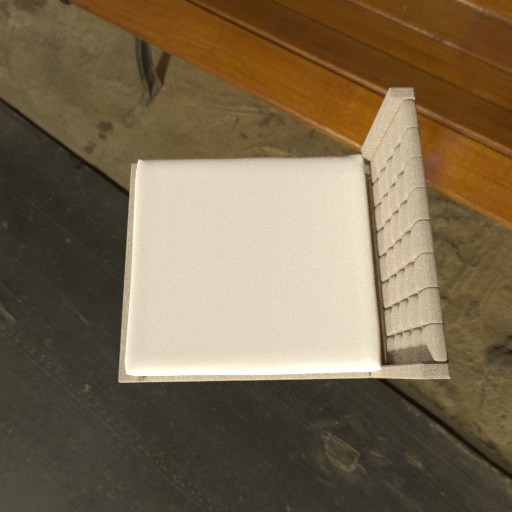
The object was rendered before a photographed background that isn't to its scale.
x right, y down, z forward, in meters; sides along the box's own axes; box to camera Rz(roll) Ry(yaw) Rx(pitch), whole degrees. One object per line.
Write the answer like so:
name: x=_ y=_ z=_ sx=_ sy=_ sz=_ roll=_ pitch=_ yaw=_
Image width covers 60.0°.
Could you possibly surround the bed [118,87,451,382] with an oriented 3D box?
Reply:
bed: x=0.000 y=0.000 z=3.775 sx=2.372 sy=1.748 sz=2.044 roll=-1 pitch=75 yaw=0
